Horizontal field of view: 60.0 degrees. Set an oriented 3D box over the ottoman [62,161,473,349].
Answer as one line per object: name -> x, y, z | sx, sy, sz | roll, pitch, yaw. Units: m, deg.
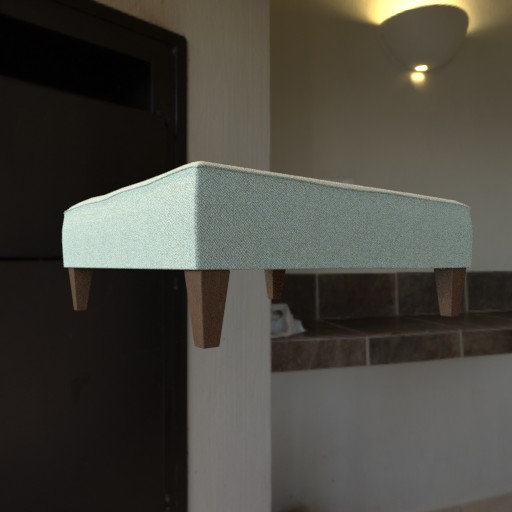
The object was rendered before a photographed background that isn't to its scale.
ottoman -> 0.000, 0.000, 1.484 | 1.004, 0.379, 0.968 | 1, -1, -37
